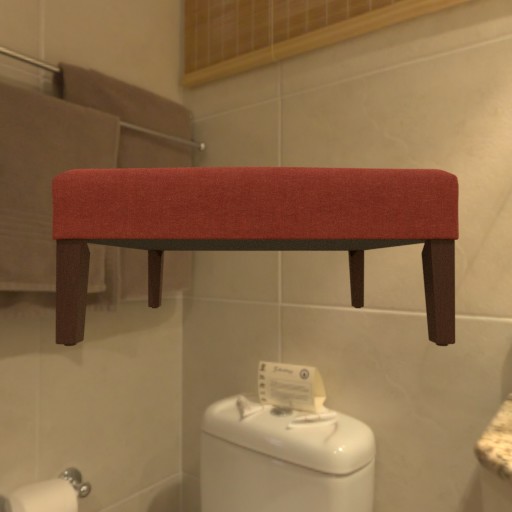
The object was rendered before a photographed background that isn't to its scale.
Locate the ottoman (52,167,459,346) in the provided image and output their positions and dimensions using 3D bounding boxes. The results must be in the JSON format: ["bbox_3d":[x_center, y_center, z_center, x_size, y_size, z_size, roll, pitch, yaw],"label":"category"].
[{"bbox_3d":[0.000,0.000,1.399,0.890,0.411,0.889,0,-1,0],"label":"ottoman"}]
